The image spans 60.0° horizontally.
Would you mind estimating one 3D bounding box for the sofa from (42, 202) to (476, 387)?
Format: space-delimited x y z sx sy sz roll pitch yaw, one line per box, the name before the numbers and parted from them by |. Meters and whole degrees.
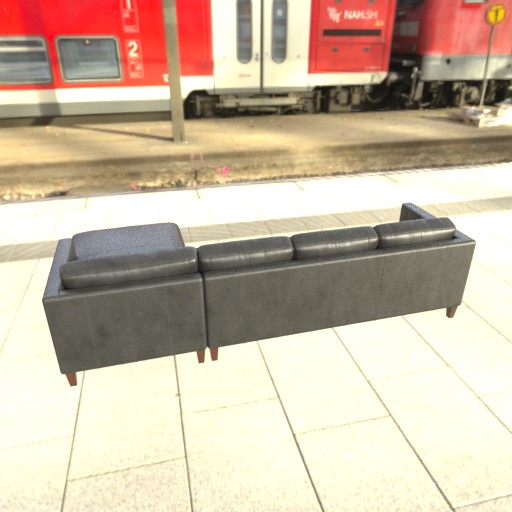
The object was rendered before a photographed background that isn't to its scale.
sofa | 0.000 0.000 3.932 3.203 0.883 1.581 -7 28 -14
